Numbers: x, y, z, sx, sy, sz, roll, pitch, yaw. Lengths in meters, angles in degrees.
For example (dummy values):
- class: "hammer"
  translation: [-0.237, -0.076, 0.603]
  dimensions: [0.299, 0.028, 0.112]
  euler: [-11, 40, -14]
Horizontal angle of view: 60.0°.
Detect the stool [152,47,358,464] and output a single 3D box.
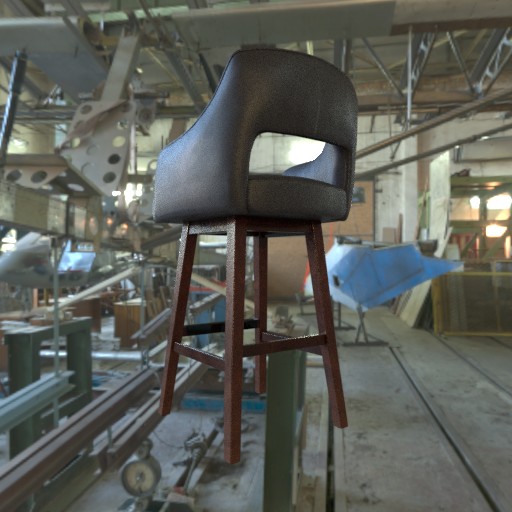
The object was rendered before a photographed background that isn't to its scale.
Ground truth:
- class: "stool"
  translation: [0.000, 0.000, 1.372]
  dimensions: [0.550, 1.041, 0.560]
  euler: [0, 0, -36]
